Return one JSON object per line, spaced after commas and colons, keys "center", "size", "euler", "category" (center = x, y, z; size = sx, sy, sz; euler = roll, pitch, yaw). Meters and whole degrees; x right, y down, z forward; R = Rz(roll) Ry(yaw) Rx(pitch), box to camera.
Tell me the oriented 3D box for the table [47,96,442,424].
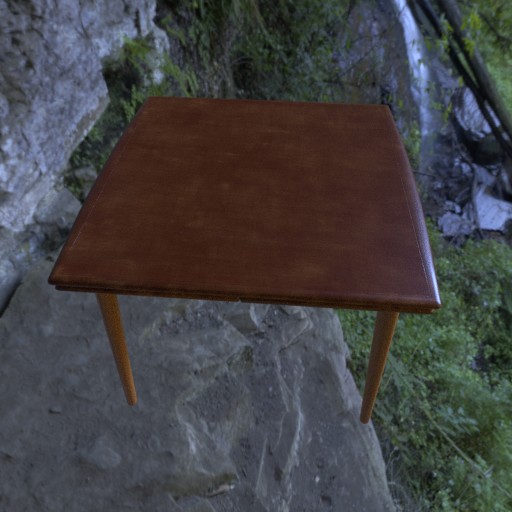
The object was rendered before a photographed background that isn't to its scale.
{"center": [0.000, 0.000, 1.662], "size": [0.991, 0.754, 0.991], "euler": [3, 46, 3], "category": "table"}
